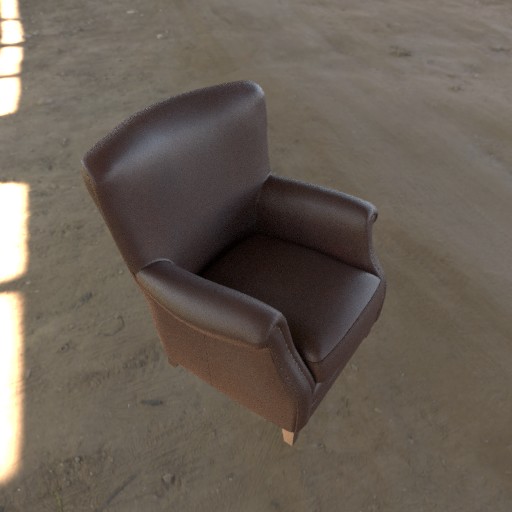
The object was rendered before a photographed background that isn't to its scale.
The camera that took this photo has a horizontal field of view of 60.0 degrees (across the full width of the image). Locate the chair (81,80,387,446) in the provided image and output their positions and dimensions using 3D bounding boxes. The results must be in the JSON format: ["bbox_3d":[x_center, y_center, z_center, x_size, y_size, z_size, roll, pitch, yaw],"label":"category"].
[{"bbox_3d":[0.000,0.000,1.362,0.746,0.800,0.700,26,47,26],"label":"chair"}]
